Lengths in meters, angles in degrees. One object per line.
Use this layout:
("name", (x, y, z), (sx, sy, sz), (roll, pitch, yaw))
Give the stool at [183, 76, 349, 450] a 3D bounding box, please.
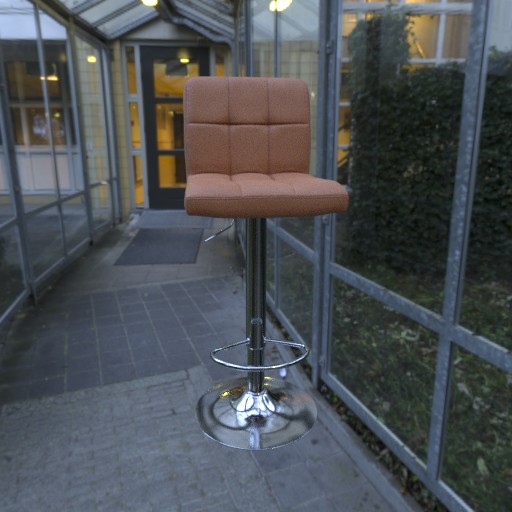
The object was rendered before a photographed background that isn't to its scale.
("stool", (0.000, 0.000, 1.404), (0.430, 1.115, 0.505), (-2, 15, -7))
